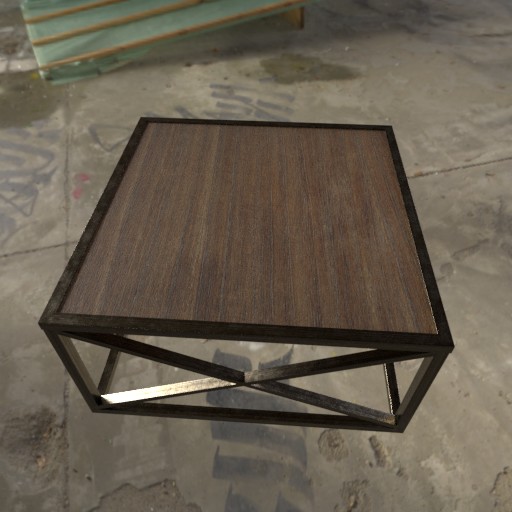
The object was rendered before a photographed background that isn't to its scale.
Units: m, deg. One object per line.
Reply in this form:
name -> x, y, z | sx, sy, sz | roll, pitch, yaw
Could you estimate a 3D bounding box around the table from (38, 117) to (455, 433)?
table -> 0.000, 0.000, 1.428 | 0.899, 0.451, 0.909 | 3, 46, 3
